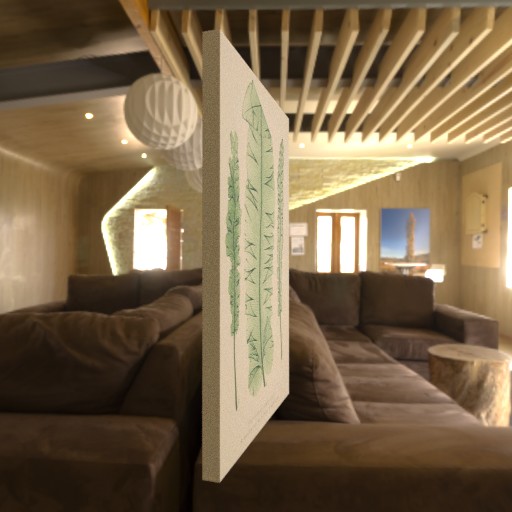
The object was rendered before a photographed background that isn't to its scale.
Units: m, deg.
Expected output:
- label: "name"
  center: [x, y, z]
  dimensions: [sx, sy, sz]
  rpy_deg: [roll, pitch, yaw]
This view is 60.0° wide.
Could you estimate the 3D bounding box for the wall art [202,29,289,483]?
- label: "wall art"
  center: [0.000, 0.000, 1.190]
  dimensions: [0.038, 0.914, 0.610]
  rpy_deg: [0, 0, 17]
